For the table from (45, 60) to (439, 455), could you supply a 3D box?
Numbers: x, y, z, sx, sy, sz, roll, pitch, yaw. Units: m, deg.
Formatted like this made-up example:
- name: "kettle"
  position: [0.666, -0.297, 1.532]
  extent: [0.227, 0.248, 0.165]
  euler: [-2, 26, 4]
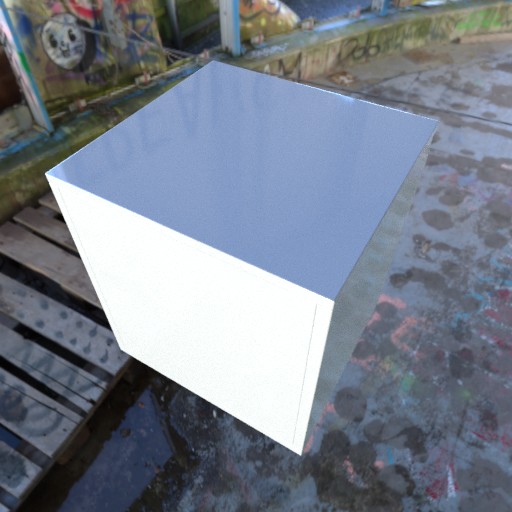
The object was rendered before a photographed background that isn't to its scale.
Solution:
- name: "table"
  position: [0.000, 0.000, 0.810]
  extent: [0.420, 0.470, 0.400]
  euler: [23, 52, 20]
